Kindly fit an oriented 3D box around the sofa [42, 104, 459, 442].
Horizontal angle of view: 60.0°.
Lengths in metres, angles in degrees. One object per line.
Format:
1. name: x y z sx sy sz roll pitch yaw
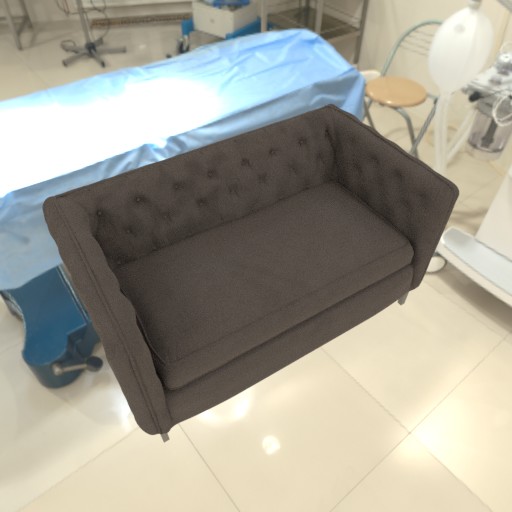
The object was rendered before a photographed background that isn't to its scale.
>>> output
1. sofa: 0.000 0.000 2.122 1.583 0.810 0.909 -24 51 -21
